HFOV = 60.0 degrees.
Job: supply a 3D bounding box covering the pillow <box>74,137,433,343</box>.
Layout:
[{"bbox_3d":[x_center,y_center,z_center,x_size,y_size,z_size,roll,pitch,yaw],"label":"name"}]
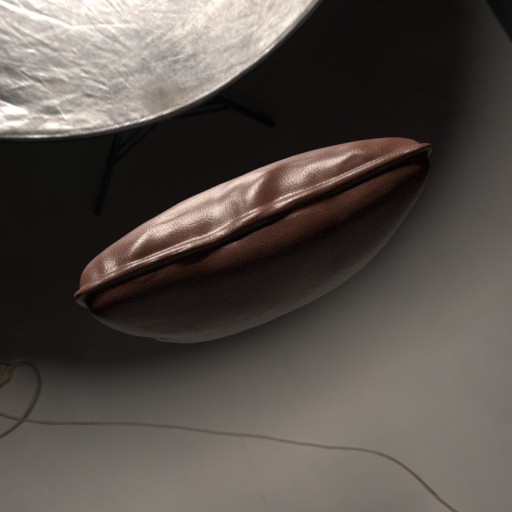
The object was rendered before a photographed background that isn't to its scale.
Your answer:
[{"bbox_3d":[0.000,0.000,0.818,0.532,0.523,0.236,-23,79,-5],"label":"pillow"}]
